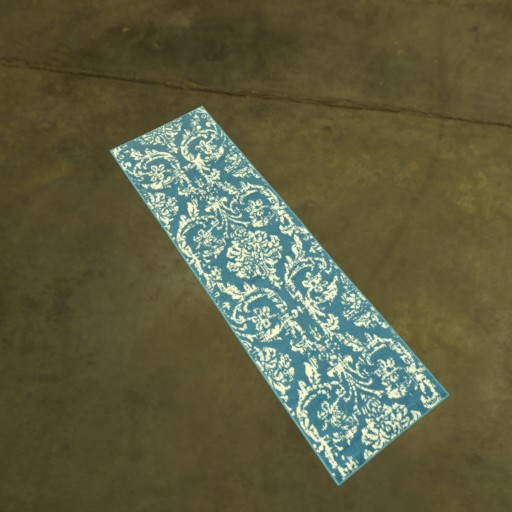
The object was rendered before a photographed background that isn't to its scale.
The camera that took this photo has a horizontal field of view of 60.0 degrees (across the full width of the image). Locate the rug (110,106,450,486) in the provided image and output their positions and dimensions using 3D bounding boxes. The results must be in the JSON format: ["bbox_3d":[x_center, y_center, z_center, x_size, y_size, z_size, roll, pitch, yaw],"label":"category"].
[{"bbox_3d":[0.000,0.000,2.366,0.662,0.011,2.196,-31,67,-15],"label":"rug"}]
